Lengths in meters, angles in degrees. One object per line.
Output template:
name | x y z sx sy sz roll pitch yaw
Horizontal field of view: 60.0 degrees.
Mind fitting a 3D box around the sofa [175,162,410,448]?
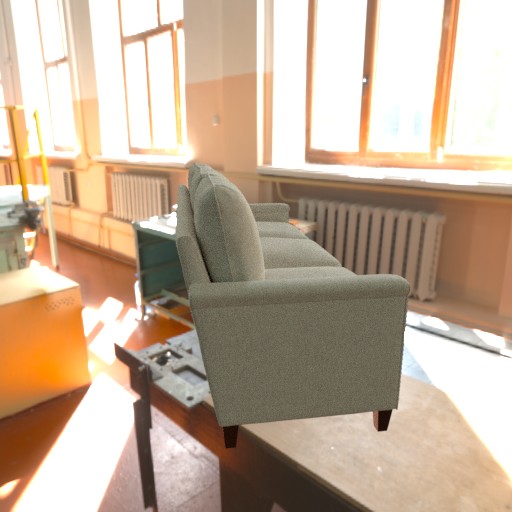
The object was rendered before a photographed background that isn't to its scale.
sofa | 0.000 0.000 2.434 0.828 0.961 1.925 -2 15 -9
